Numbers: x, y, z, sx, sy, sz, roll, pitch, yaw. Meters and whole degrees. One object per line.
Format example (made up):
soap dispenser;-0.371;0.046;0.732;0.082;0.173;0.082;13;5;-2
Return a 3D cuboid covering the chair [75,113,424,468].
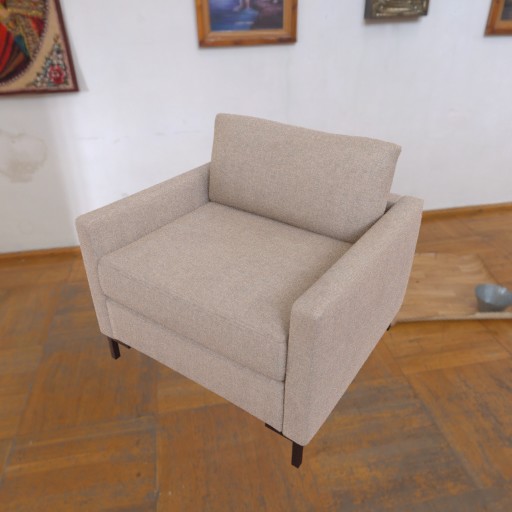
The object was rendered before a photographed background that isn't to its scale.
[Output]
chair;0.000;0.000;1.657;0.963;0.861;0.866;19;35;29
